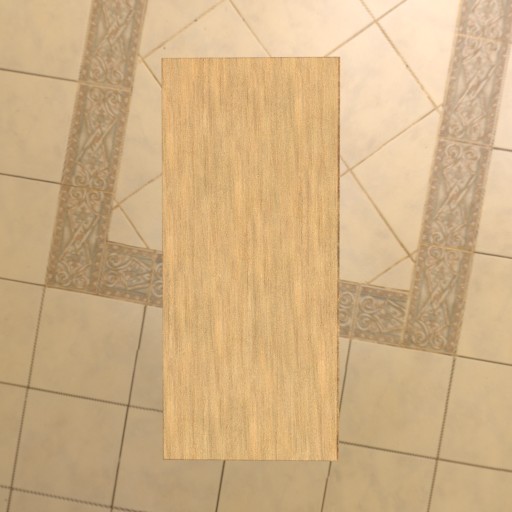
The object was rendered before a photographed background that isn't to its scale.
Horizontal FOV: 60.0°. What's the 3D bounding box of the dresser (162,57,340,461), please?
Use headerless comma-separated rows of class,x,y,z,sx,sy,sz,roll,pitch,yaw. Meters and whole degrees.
dresser,0.000,0.000,1.724,0.457,1.219,1.016,0,91,1
